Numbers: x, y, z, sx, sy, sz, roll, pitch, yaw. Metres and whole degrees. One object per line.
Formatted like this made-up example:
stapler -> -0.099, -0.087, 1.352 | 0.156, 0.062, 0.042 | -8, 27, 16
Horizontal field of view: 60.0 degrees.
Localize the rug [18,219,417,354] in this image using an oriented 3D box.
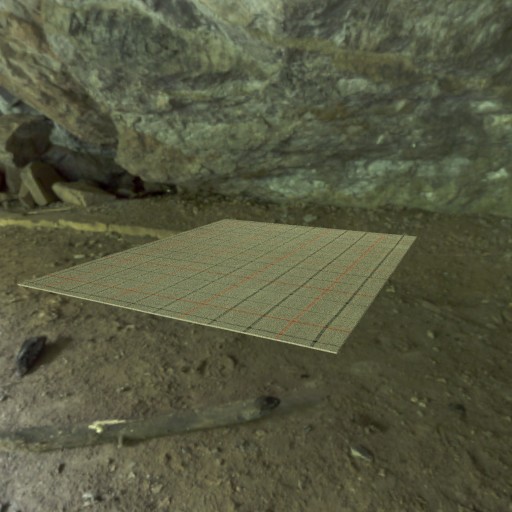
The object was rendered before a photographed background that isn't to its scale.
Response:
rug -> 0.000, 0.000, 4.083 | 2.444, 0.012, 3.048 | 7, 17, 26
